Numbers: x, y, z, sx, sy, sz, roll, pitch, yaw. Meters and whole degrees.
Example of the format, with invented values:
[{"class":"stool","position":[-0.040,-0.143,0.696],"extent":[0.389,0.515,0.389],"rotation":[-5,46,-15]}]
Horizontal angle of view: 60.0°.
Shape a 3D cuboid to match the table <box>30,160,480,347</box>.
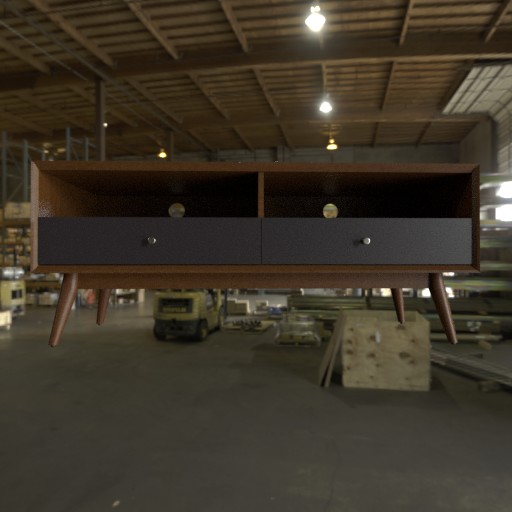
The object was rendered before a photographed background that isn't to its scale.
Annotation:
[{"class":"table","position":[0.000,0.000,1.338],"extent":[1.119,0.464,0.490],"rotation":[0,0,-2]}]
